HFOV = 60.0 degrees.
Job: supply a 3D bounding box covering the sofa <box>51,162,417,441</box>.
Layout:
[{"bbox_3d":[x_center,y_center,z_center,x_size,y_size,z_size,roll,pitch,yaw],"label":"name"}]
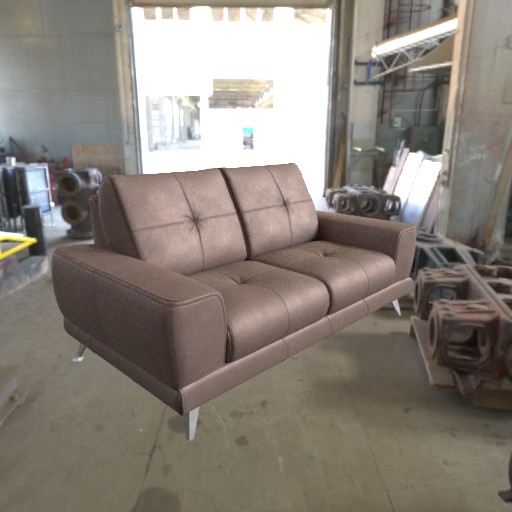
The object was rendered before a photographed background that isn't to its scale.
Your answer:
[{"bbox_3d":[0.000,0.000,2.374,1.018,0.907,1.806,15,21,42],"label":"sofa"}]
